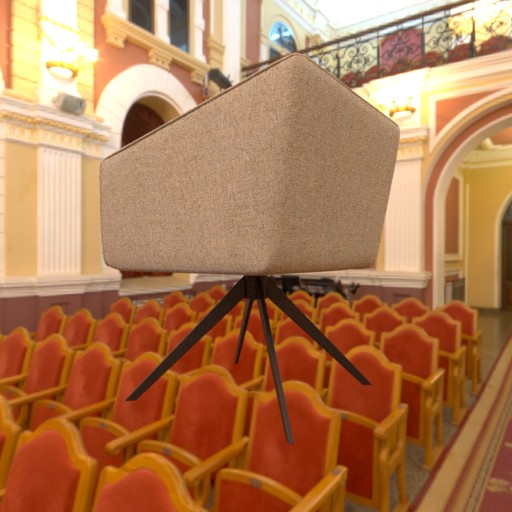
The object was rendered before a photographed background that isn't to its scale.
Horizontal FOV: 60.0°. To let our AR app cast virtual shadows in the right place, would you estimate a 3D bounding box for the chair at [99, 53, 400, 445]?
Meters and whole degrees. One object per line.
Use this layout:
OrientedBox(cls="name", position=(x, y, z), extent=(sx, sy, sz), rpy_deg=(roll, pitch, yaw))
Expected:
OrientedBox(cls="chair", position=(0.000, 0.000, 1.238), extent=(0.623, 0.760, 0.628), rpy_deg=(0, 0, 35))
